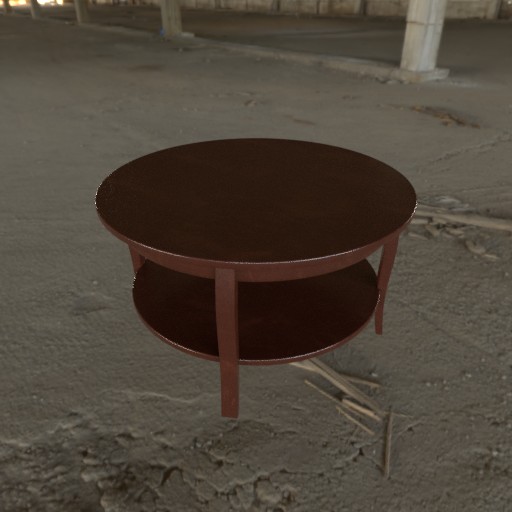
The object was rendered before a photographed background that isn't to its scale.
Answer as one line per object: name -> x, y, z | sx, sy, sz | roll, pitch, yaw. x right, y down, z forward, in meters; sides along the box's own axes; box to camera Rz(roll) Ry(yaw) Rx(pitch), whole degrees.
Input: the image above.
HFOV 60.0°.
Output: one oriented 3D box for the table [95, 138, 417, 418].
table -> 0.000, 0.000, 1.441 | 0.911, 0.512, 0.911 | 0, 31, 0
